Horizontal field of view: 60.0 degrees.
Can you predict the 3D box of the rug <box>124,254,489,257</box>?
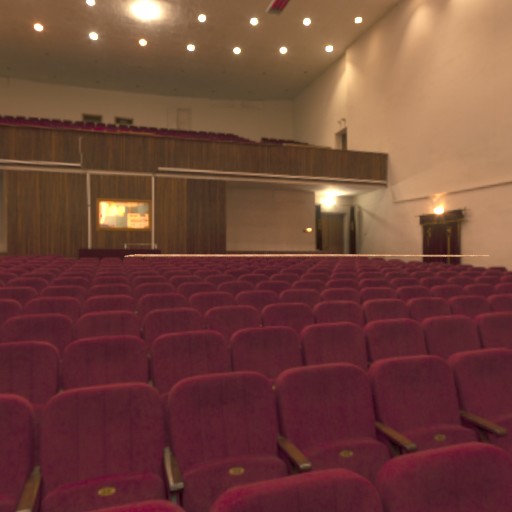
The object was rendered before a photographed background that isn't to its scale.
[{"bbox_3d":[0.000,0.000,2.747,1.524,0.013,2.135,0,0,-18],"label":"rug"}]
